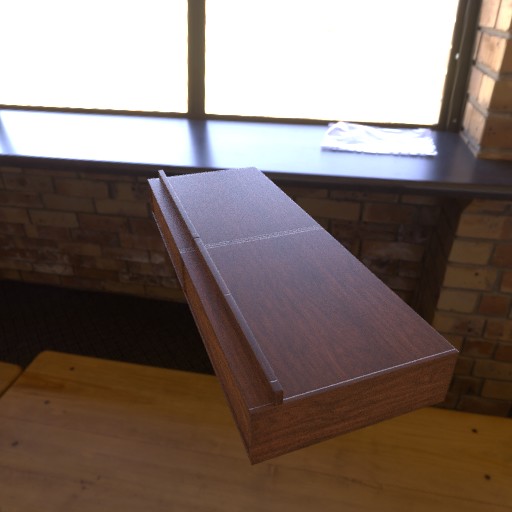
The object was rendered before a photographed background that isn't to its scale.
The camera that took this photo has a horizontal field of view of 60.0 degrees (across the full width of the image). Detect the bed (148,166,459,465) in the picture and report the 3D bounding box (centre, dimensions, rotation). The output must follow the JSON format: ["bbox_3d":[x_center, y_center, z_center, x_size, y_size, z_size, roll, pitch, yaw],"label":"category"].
[{"bbox_3d":[0.000,0.000,2.309,0.787,0.326,2.057,-11,32,-17],"label":"bed"}]
